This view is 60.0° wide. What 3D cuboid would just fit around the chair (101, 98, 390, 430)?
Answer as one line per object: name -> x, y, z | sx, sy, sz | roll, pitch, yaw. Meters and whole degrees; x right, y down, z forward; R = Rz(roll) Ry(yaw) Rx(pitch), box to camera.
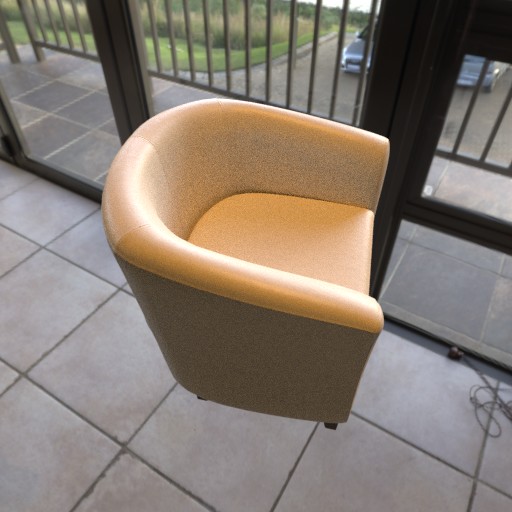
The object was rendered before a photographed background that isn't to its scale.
chair -> 0.000, 0.000, 1.396 | 0.727, 0.756, 0.792 | 9, 46, 9
